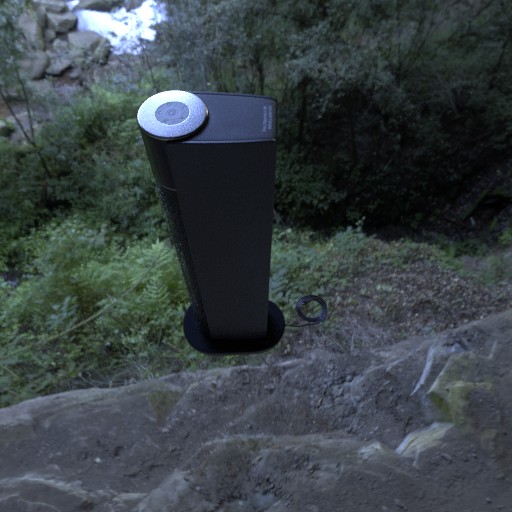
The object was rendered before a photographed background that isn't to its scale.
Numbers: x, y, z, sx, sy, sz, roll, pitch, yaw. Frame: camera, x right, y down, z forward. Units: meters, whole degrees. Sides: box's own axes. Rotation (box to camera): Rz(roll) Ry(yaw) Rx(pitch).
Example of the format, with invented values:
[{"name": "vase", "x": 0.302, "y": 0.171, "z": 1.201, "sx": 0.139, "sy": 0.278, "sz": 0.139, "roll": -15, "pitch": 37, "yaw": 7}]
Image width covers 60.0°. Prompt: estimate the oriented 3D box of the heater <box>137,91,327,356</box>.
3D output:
[{"name": "heater", "x": 0.000, "y": 0.000, "z": 1.052, "sx": 0.458, "sy": 0.856, "sz": 0.214, "roll": 2, "pitch": 59, "yaw": 1}]
